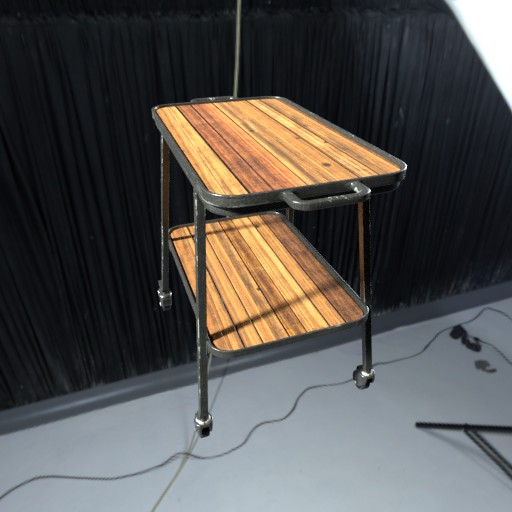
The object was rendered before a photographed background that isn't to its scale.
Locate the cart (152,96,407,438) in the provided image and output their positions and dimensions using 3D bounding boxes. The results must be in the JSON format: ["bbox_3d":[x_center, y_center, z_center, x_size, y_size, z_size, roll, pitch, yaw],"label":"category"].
[{"bbox_3d":[0.000,0.000,1.240,0.515,0.700,0.806,-11,33,-17],"label":"cart"}]
